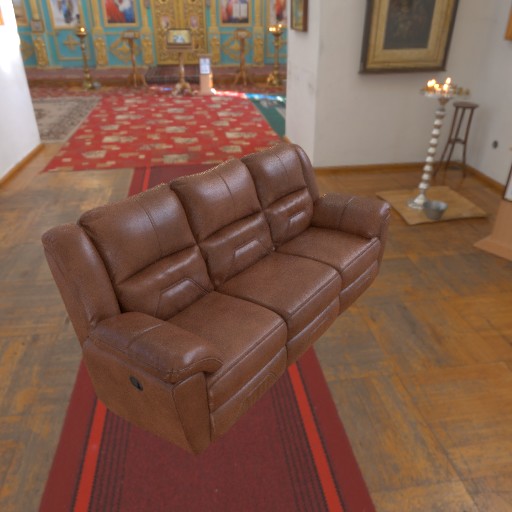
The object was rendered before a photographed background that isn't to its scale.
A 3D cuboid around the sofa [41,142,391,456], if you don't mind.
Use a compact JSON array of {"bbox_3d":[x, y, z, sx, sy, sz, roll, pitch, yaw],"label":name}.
[{"bbox_3d":[0.000,0.000,2.859,0.991,1.043,2.337,19,33,32],"label":"sofa"}]
